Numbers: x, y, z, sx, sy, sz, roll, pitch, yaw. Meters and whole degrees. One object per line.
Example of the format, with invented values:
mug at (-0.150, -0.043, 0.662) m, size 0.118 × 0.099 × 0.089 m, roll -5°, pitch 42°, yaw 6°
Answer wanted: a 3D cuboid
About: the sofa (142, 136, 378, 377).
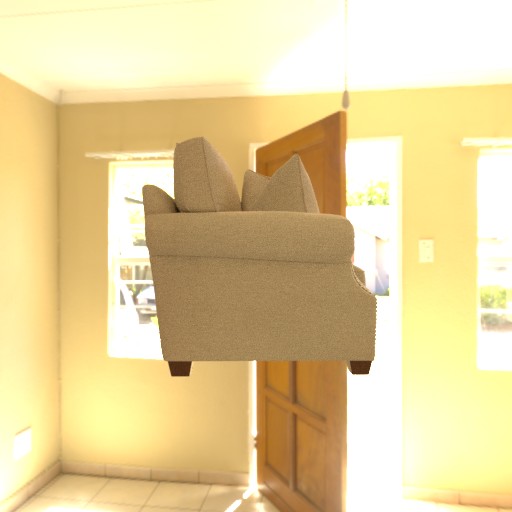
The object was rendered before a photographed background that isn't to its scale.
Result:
sofa at (0.000, 0.000, 2.853) m, size 0.965 × 0.975 × 2.312 m, roll 0°, pitch 0°, yaw -1°
